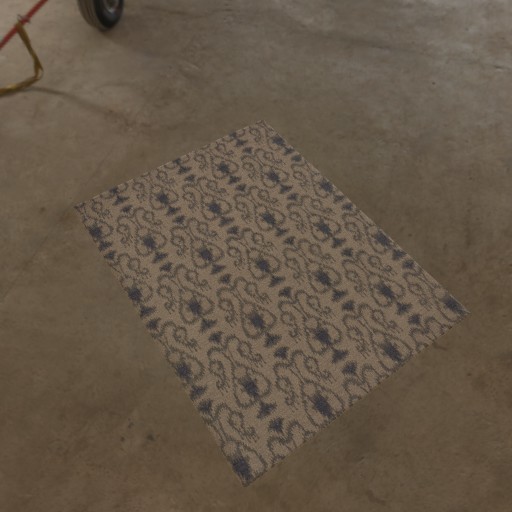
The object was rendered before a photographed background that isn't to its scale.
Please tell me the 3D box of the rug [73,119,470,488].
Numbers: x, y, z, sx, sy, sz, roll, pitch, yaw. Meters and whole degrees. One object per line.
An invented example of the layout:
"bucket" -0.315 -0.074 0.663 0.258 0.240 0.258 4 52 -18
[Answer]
"rug" 0.000 0.000 4.283 2.437 0.015 3.205 -30 61 -19
